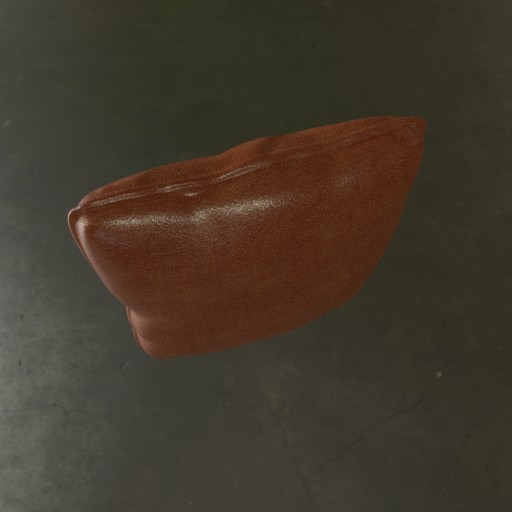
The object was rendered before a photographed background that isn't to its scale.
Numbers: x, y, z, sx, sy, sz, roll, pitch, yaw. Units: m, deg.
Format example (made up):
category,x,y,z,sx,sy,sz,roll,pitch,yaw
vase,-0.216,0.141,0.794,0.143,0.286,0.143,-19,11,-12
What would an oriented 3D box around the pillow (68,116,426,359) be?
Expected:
category,x,y,z,sx,sy,sz,roll,pitch,yaw
pillow,0.000,0.000,0.811,0.532,0.523,0.236,-17,60,-10
